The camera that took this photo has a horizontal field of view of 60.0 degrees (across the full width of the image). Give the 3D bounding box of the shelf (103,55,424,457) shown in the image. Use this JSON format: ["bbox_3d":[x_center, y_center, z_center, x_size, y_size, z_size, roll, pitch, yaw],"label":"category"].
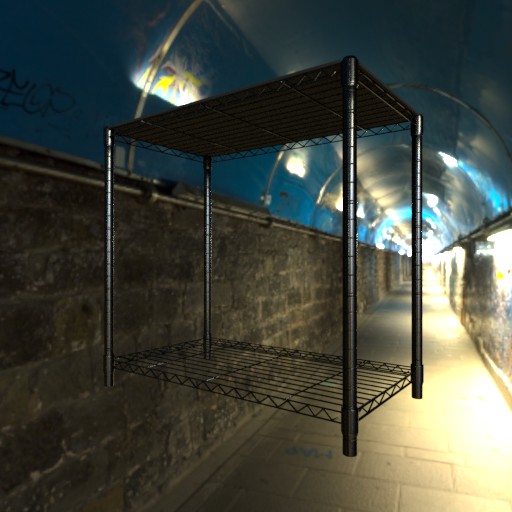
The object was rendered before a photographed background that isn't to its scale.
[{"bbox_3d":[0.000,0.000,0.924,0.589,0.564,0.338,0,0,37],"label":"shelf"}]
